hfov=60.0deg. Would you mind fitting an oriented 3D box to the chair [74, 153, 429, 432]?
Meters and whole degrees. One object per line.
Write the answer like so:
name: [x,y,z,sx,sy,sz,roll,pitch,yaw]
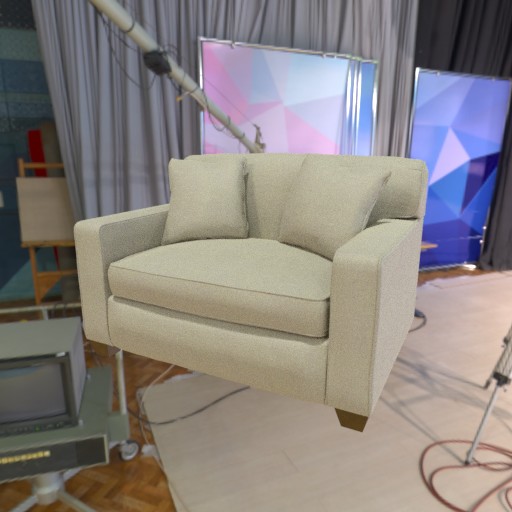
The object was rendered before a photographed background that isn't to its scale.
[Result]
chair: [0.000,0.000,2.113,1.383,0.948,1.000,7,16,26]
